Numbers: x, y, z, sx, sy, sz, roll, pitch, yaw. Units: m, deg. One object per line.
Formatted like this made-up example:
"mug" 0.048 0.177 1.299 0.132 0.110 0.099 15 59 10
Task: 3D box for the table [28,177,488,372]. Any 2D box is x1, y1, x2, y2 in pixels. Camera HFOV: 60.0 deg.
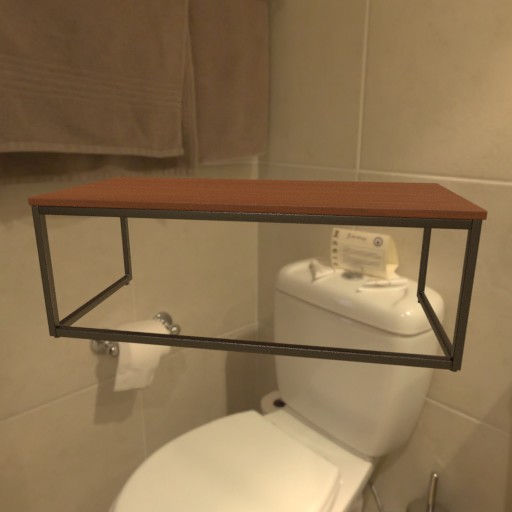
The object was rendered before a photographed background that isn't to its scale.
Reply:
"table" 0.000 0.000 1.336 1.100 0.400 0.500 3 16 9
